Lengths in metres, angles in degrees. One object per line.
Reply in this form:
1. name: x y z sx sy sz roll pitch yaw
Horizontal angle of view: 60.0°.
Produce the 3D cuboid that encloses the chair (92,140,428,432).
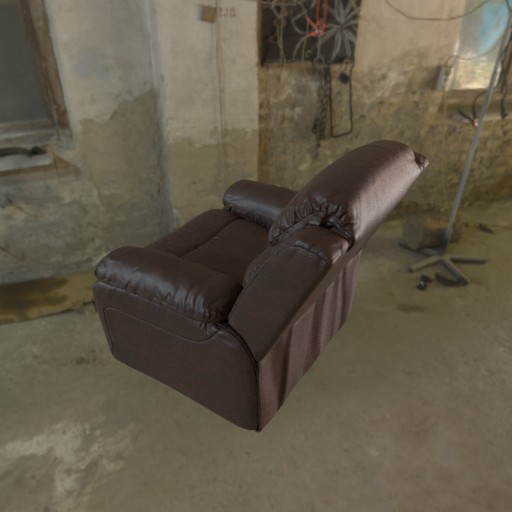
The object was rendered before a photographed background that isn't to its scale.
1. chair: 0.000 0.000 1.252 0.707 0.702 0.680 20 38 28
